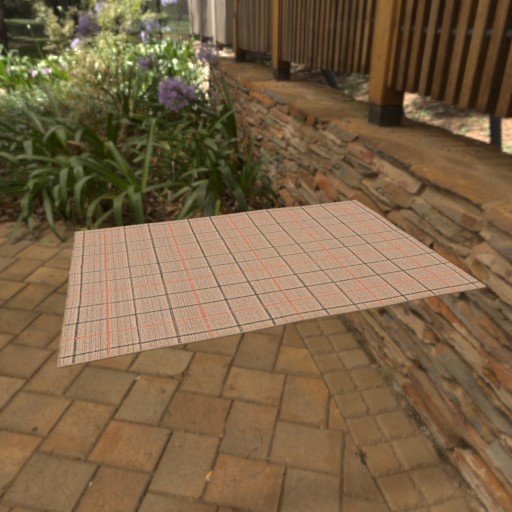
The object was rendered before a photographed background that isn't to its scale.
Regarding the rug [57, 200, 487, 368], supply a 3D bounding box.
[{"bbox_3d":[0.000,0.000,2.302,1.829,0.013,1.220,-8,28,-15],"label":"rug"}]
